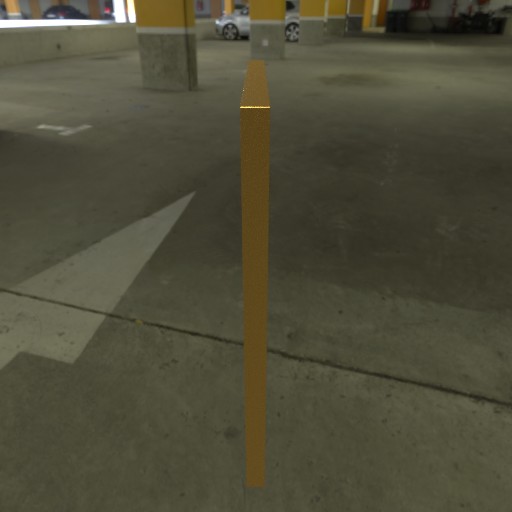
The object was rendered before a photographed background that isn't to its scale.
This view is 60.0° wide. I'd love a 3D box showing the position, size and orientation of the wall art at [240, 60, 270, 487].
[{"bbox_3d":[0.000,0.000,1.006,0.038,0.762,0.610,0,29,0],"label":"wall art"}]
